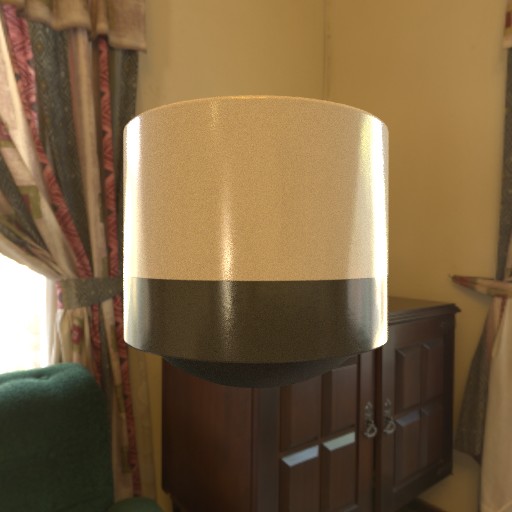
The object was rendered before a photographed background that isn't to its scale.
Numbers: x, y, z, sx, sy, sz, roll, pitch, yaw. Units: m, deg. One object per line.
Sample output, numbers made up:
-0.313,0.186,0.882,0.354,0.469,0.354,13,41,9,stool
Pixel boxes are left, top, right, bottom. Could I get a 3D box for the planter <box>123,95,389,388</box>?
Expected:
0.000,0.000,0.337,0.193,0.177,0.193,0,0,0,planter
